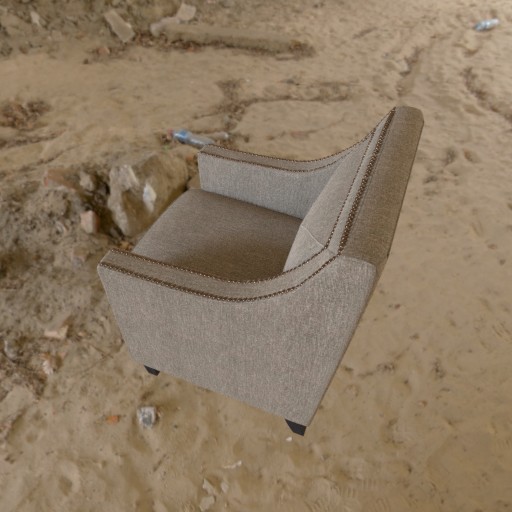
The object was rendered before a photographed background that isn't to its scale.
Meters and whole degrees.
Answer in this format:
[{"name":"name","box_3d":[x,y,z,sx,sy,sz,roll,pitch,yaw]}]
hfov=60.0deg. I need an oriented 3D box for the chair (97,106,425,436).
[{"name":"chair","box_3d":[0.000,0.000,1.626,0.884,0.967,0.776,16,47,15]}]
